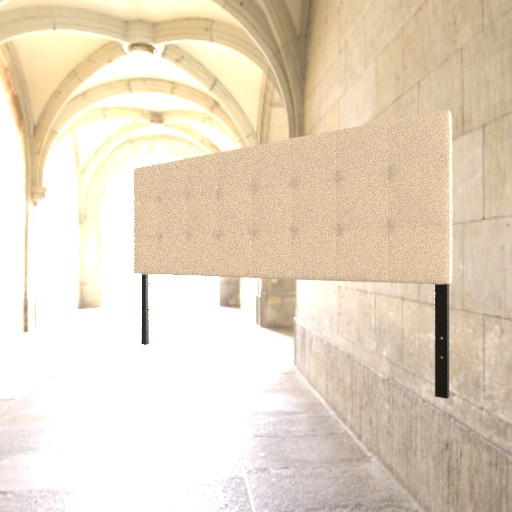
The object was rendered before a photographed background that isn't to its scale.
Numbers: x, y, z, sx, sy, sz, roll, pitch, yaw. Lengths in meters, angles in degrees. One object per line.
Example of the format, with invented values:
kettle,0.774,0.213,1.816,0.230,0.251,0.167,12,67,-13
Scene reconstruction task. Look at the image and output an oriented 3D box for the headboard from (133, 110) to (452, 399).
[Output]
headboard,0.000,0.000,2.849,2.362,1.410,0.120,0,0,36
